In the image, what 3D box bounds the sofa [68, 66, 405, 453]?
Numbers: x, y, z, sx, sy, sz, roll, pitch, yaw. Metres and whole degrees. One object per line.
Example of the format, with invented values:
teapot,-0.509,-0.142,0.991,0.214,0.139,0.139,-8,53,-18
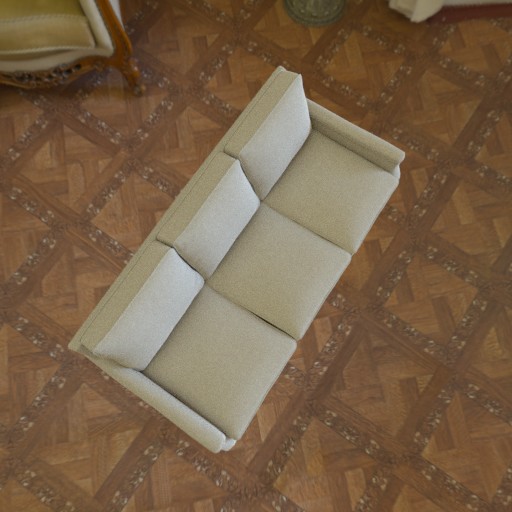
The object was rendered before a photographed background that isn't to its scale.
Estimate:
sofa,0.000,0.000,2.913,1.084,1.003,2.246,32,77,8
